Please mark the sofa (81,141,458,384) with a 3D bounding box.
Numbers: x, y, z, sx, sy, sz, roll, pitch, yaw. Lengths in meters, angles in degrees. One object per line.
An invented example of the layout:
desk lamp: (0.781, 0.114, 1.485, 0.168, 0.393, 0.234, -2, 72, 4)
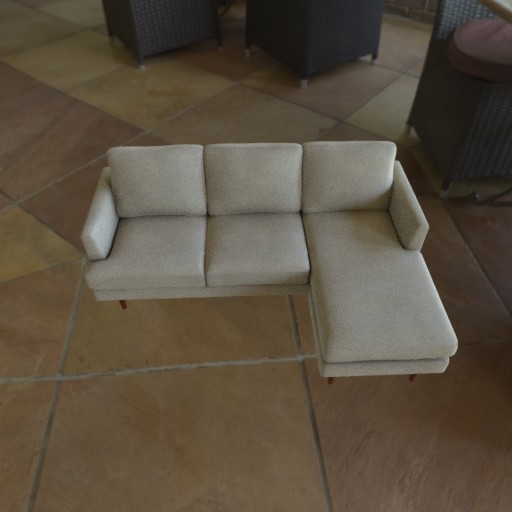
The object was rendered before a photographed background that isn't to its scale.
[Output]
sofa: (0.000, 0.000, 2.951, 2.233, 0.956, 1.504, -2, 46, -2)
